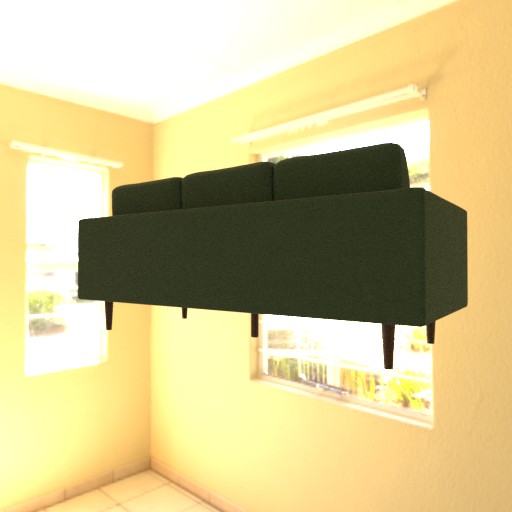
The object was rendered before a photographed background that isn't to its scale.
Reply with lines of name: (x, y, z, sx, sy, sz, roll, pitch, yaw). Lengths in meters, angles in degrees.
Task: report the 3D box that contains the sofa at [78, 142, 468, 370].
sofa: (0.000, 0.000, 2.468, 2.029, 0.899, 0.879, -1, -1, 35)
